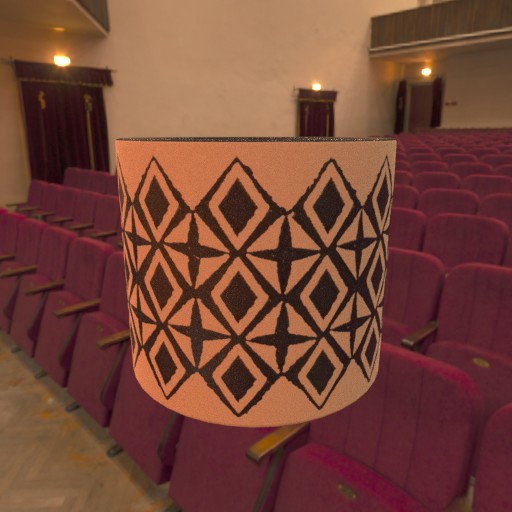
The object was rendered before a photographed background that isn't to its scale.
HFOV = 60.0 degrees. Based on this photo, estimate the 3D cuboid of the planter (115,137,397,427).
[{"bbox_3d":[0.000,0.000,0.279,0.159,0.144,0.159,0,15,0],"label":"planter"}]
